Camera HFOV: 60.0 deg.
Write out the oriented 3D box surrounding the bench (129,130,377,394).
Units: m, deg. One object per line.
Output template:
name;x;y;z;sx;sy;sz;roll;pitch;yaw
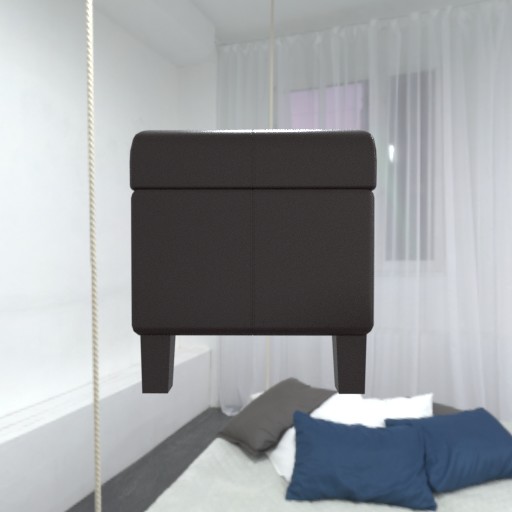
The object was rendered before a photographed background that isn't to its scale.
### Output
bench;0.000;0.000;1.289;0.429;0.457;1.092;0;1;1
